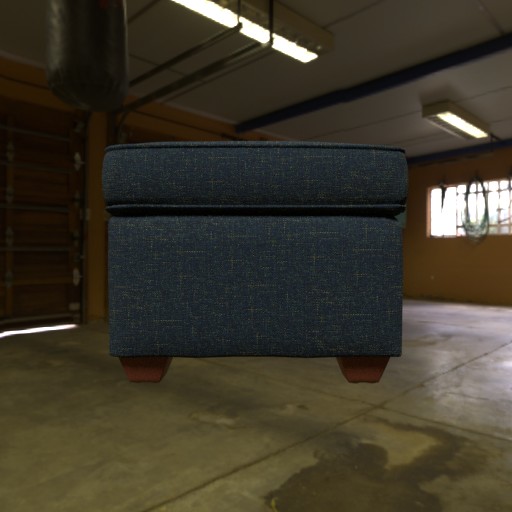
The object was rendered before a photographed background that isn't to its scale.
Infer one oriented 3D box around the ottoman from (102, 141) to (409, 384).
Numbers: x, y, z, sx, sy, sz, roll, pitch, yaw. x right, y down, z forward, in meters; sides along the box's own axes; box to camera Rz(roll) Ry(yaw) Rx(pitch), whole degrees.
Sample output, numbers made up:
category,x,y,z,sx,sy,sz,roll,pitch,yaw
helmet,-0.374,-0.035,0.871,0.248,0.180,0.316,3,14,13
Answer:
category,x,y,z,sx,sy,sz,roll,pitch,yaw
ottoman,0.000,0.000,1.106,0.549,0.450,0.749,0,0,0
